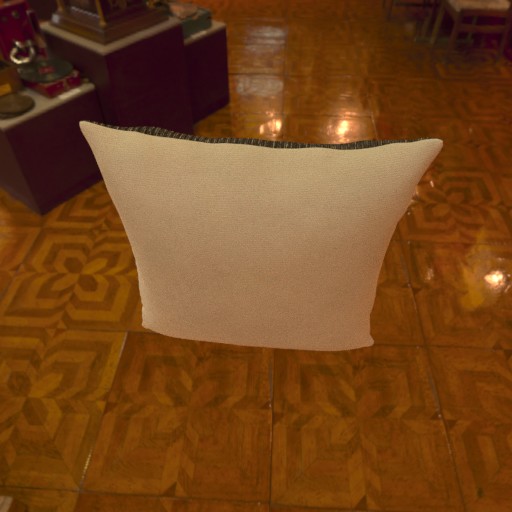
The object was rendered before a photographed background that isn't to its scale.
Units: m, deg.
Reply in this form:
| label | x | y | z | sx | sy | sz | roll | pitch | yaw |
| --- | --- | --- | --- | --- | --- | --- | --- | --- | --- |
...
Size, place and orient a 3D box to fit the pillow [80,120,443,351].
| label | x | y | z | sx | sy | sz | roll | pitch | yaw |
| --- | --- | --- | --- | --- | --- | --- | --- | --- | --- |
| pillow | 0.000 | 0.000 | 0.676 | 0.433 | 0.434 | 0.196 | 4 | 46 | 4 |
